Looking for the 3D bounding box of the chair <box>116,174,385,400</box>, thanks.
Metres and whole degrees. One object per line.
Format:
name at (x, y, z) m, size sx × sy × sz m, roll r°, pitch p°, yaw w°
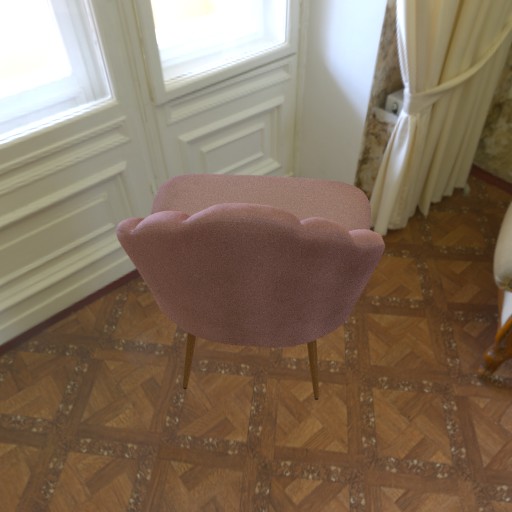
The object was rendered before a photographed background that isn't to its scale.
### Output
chair at (0.000, 0.000, 1.256) m, size 0.657 × 0.819 × 0.599 m, roll 4°, pitch 47°, yaw 3°
